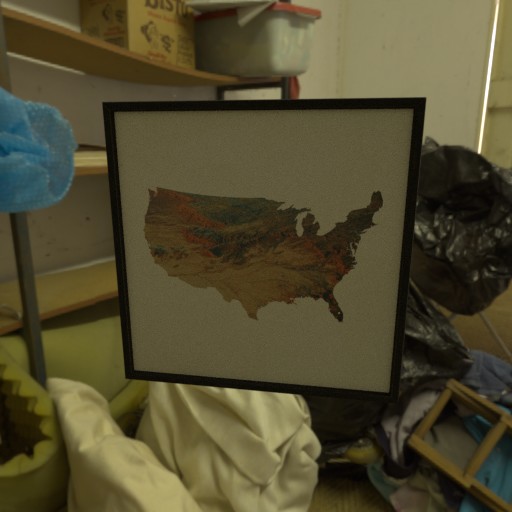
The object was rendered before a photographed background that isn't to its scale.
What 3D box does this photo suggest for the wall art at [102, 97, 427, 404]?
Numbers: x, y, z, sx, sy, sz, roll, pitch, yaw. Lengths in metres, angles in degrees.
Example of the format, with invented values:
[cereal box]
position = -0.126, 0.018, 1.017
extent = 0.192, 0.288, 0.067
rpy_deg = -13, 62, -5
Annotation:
[wall art]
position = 0.000, 0.000, 0.456
extent = 0.304, 0.303, 0.015
rpy_deg = 2, 15, 9
